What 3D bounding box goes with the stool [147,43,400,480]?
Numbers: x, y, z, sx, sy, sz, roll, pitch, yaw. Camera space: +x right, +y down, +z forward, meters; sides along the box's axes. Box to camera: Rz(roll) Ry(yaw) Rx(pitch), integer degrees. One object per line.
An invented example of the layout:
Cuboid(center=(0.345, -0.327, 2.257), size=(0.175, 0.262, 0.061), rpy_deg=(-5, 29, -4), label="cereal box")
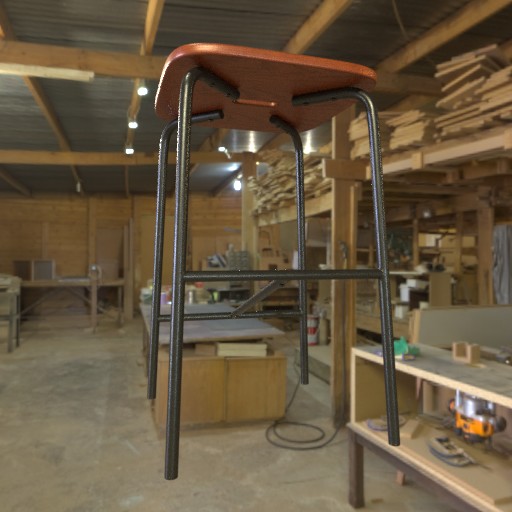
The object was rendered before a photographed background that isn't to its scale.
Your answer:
Cuboid(center=(0.000, 0.000, 0.835), size=(0.376, 0.610, 0.376), rpy_deg=(0, 0, -17), label="stool")
